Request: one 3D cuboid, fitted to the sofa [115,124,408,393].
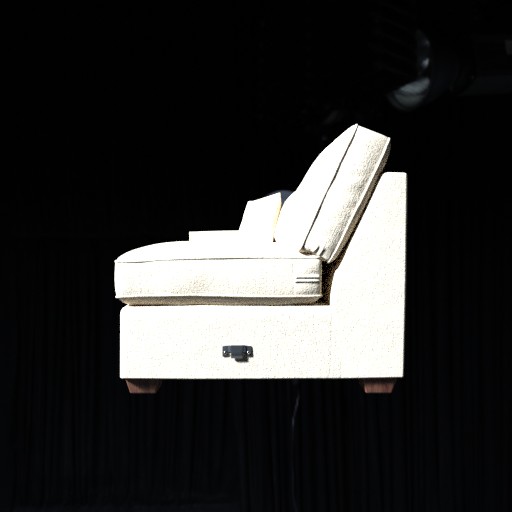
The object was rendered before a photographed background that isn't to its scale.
[{"bbox_3d":[0.000,0.000,2.481,1.034,0.946,1.962,0,1,-1],"label":"sofa"}]
